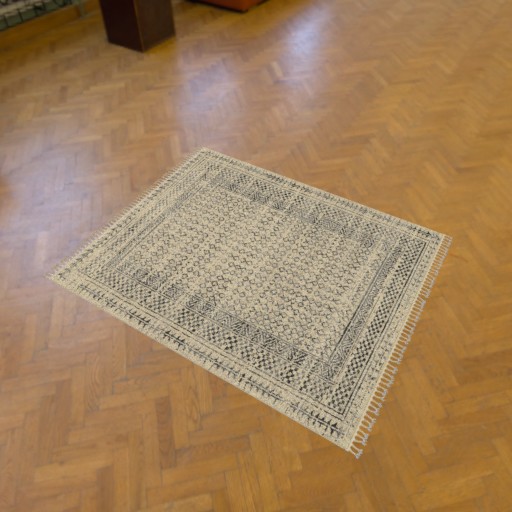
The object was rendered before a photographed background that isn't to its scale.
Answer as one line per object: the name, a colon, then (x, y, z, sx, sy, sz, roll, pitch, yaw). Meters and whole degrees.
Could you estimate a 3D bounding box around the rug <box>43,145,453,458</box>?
rug: (0.000, 0.000, 3.973, 2.940, 0.013, 2.312, 24, 52, 20)
